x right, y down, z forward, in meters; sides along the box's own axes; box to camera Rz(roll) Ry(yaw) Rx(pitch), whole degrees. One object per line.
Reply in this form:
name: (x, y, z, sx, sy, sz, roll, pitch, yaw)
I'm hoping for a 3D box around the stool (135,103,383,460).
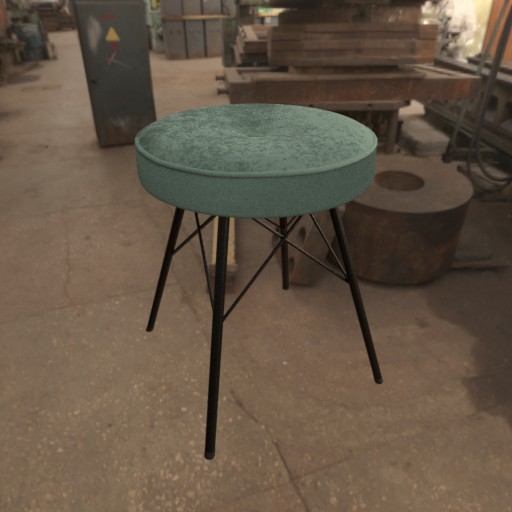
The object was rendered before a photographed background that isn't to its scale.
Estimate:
stool: (0.000, 0.000, 0.880, 0.457, 0.519, 0.458, -10, 32, -16)
